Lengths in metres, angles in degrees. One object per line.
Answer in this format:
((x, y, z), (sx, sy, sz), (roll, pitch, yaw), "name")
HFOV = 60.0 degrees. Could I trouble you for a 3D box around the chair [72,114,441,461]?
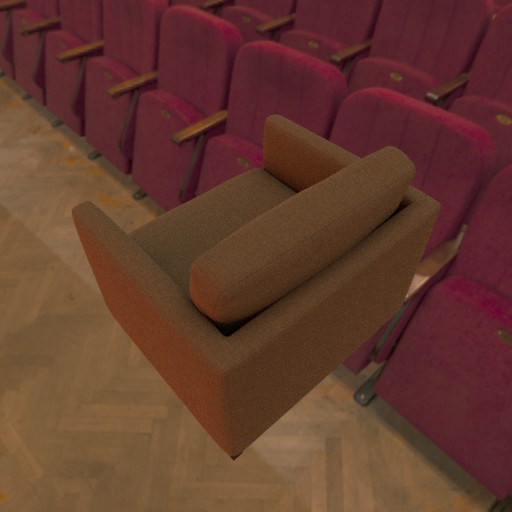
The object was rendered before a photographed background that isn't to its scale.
((0.000, 0.000, 1.862), (1.107, 0.963, 0.959), (-33, 55, -27), "chair")
